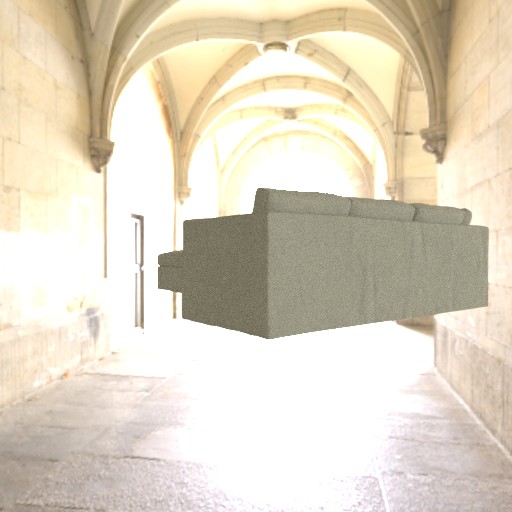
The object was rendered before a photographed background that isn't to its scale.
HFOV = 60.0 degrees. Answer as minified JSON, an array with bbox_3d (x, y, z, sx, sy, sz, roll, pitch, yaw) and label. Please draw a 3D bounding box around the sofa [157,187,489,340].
[{"bbox_3d":[0.000,0.000,4.431,2.440,0.869,3.434,0,1,-37],"label":"sofa"}]
